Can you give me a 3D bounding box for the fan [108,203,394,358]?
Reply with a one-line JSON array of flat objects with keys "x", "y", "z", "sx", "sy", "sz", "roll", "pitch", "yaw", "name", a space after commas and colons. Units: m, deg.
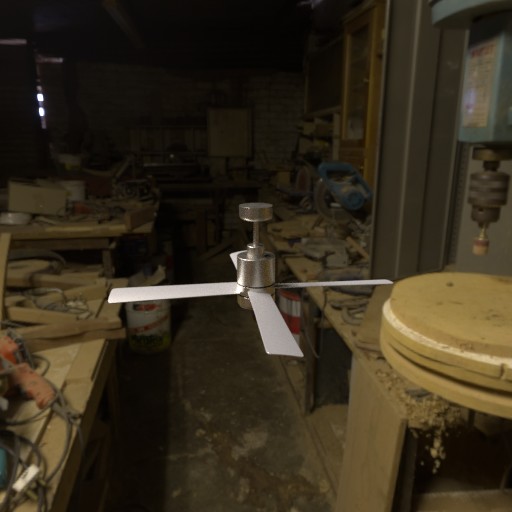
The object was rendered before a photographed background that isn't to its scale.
[{"x": 0.000, "y": 0.000, "z": 2.347, "sx": 1.525, "sy": 0.539, "sz": 1.525, "roll": -2, "pitch": 16, "yaw": -8, "name": "fan"}]
